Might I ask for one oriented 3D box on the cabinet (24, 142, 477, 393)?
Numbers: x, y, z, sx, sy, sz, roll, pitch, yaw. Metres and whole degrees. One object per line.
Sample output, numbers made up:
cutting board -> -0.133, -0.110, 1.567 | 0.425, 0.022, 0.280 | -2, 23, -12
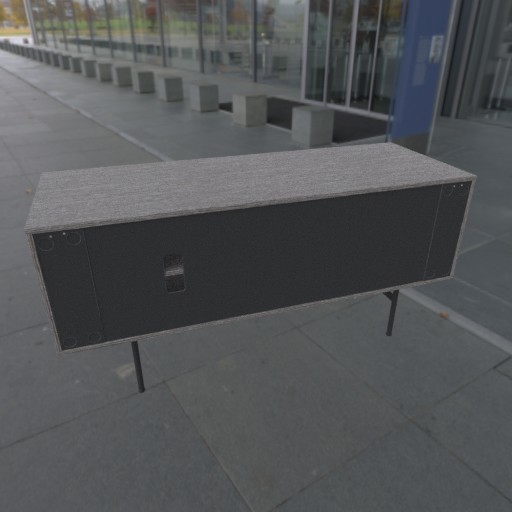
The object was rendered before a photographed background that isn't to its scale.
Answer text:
cabinet -> 0.000, 0.000, 1.558 | 1.300, 0.599, 0.500 | -9, 29, -16
